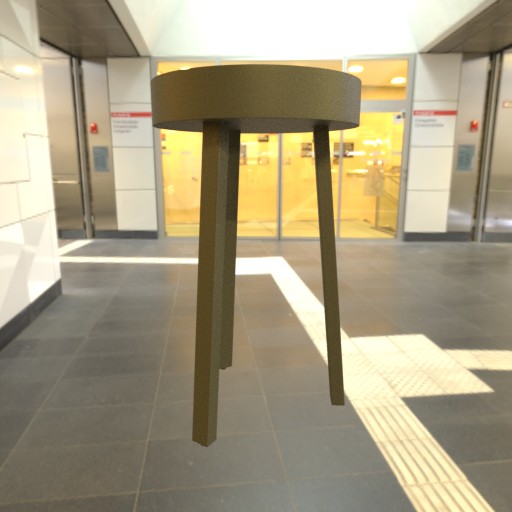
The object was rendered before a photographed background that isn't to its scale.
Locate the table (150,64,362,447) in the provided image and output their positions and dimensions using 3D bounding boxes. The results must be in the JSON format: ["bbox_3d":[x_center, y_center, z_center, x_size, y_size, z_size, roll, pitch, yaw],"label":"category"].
[{"bbox_3d":[0.000,0.000,0.947,0.406,0.686,0.406,-6,13,-26],"label":"table"}]
